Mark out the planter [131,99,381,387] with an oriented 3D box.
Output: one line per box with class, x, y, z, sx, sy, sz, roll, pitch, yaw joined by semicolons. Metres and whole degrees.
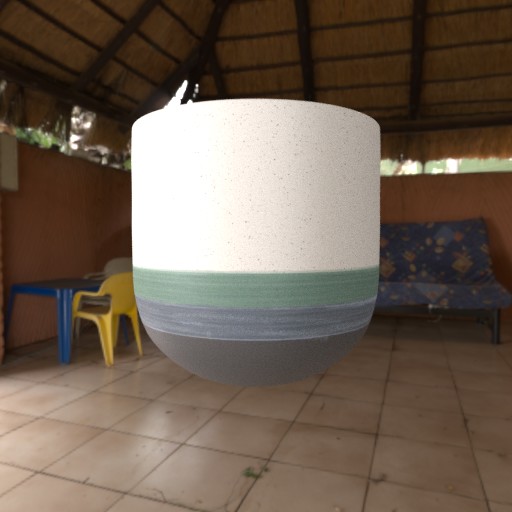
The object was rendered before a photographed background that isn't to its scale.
planter;0.000;0.000;0.500;0.268;0.270;0.268;0;3;0
